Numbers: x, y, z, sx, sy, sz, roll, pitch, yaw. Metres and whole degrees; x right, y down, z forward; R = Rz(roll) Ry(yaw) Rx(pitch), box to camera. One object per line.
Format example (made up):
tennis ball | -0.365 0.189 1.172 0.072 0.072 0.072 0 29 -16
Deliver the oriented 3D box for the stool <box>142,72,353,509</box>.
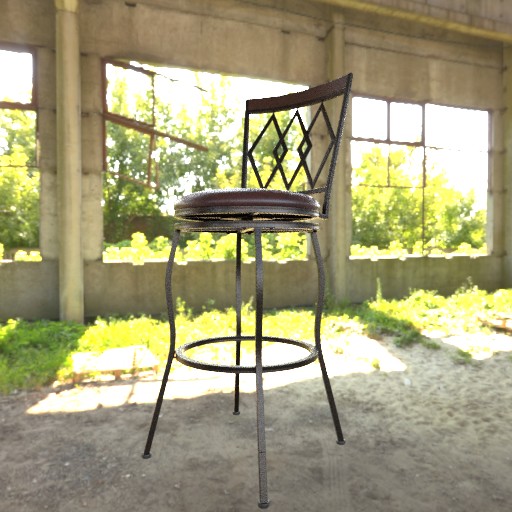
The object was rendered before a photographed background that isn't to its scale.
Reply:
stool | 0.000 0.000 1.324 0.432 1.134 0.521 1 1 36
